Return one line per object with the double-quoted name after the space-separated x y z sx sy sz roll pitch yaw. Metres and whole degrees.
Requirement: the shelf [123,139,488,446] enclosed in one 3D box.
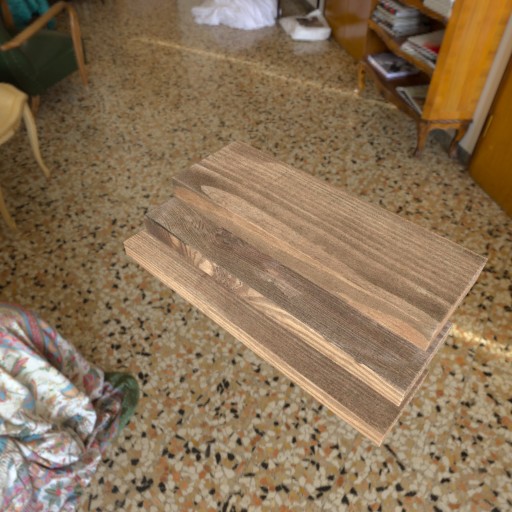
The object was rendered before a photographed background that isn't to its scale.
0.000 0.000 0.732 0.610 0.293 0.140 32 53 28 "shelf"
